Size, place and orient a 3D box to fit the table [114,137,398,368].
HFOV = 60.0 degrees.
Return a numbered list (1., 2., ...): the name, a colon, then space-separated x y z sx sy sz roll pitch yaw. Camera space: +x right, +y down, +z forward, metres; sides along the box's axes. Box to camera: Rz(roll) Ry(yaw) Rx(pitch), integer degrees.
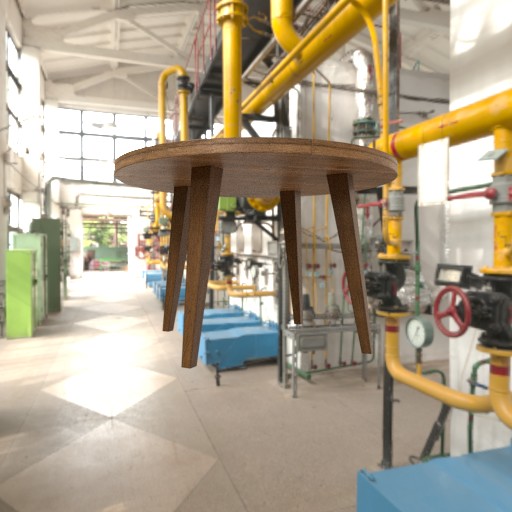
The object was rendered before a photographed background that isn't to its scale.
1. table: 0.000 0.000 1.997 1.213 0.764 1.213 0 1 0
